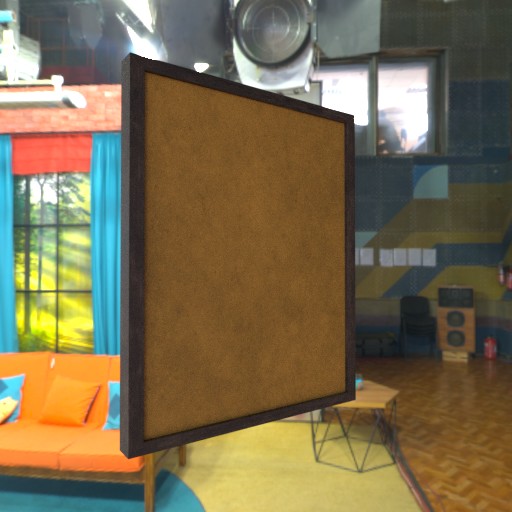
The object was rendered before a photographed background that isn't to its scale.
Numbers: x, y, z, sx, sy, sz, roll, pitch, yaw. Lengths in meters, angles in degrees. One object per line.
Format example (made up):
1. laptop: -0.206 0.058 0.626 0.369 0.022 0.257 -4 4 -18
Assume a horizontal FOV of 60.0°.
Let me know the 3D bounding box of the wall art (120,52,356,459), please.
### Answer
1. wall art: 0.000 0.000 0.548 0.329 0.406 0.027 1 -1 -35
